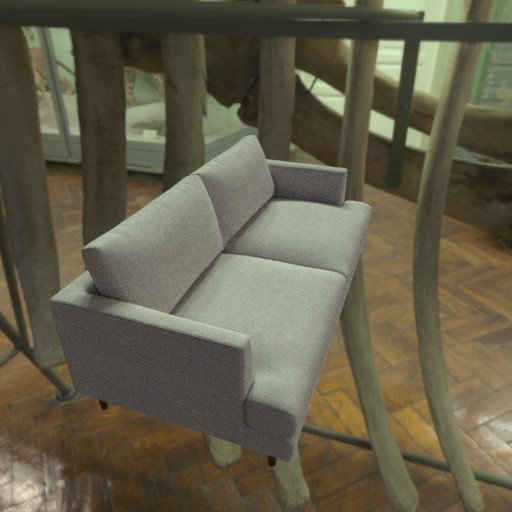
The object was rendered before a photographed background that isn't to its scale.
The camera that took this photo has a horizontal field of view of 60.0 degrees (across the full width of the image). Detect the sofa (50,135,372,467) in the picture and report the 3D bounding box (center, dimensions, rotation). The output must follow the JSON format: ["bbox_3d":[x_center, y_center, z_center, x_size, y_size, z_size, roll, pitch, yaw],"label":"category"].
[{"bbox_3d":[0.000,0.000,2.454,1.020,0.868,1.948,11,32,18],"label":"sofa"}]
